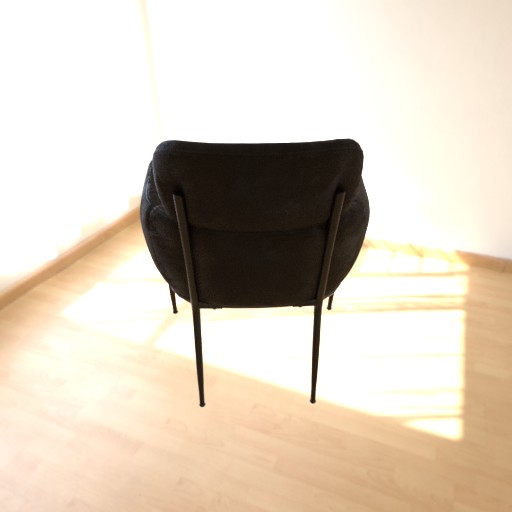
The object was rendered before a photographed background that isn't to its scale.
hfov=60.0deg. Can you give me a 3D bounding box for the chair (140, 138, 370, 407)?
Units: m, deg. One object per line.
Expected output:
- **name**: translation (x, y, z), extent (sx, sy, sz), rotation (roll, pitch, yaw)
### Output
- **chair**: translation (0.000, 0.000, 1.288), extent (0.640, 0.818, 0.604), rotation (-1, 30, -2)
